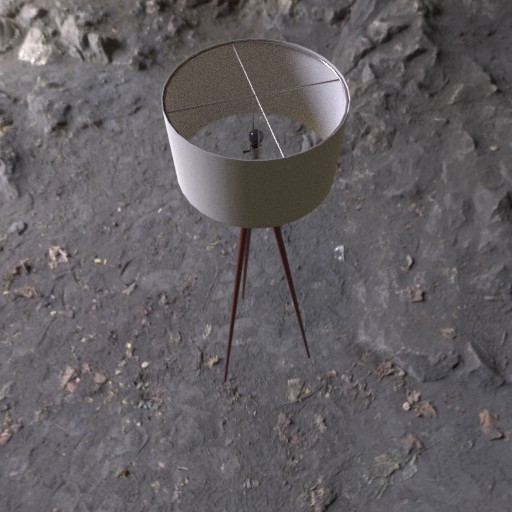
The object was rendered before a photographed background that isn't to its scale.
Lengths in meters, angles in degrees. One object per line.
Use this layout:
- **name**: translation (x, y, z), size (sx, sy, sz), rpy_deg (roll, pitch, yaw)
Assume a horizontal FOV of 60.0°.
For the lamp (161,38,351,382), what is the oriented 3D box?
- **lamp**: translation (0.000, 0.000, 1.791), size (0.483, 1.553, 0.483), rpy_deg (-14, 58, -9)
